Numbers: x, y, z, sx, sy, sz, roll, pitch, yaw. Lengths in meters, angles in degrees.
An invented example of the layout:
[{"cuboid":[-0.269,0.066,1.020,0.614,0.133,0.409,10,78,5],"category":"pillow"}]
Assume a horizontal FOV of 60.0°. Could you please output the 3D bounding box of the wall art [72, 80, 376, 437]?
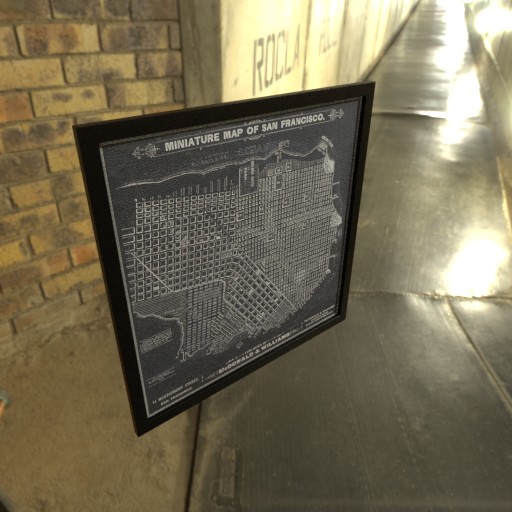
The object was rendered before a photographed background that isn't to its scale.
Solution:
[{"cuboid":[0.000,0.000,0.674,0.457,0.458,0.012,-22,36,-32],"category":"wall art"}]
